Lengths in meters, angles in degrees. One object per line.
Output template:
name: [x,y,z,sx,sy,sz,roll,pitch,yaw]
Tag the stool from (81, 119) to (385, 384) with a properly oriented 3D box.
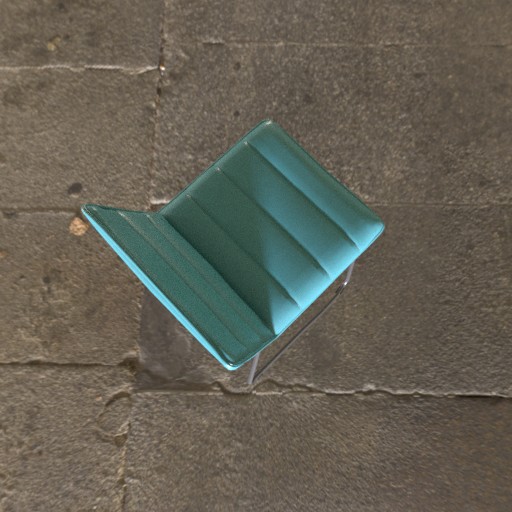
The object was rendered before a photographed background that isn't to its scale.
stool: [0.000,0.000,1.216,0.524,0.936,0.489,-43,79,-10]
